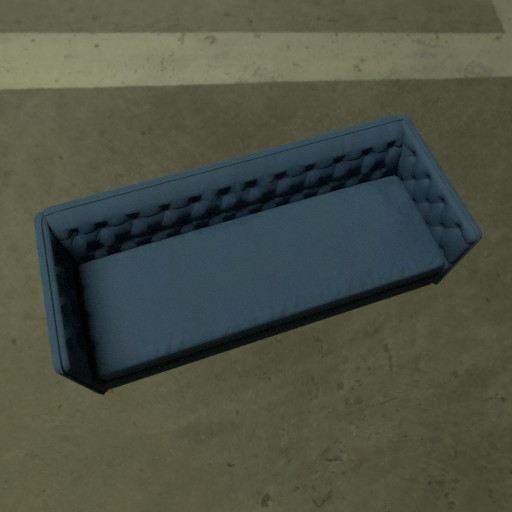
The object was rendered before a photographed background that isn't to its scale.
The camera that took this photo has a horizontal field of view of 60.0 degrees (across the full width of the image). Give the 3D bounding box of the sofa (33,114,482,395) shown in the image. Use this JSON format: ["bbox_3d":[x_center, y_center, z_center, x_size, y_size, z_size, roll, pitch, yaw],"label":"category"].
[{"bbox_3d":[0.000,0.000,2.604,2.209,0.771,0.895,-17,65,-8],"label":"sofa"}]
